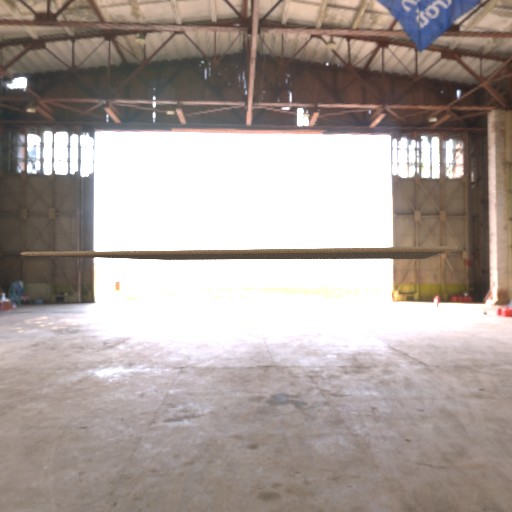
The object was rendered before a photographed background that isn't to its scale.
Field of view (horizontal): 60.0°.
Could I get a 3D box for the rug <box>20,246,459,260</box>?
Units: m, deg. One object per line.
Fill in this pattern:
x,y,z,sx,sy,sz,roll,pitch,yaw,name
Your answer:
0.000,0.000,2.685,2.081,0.020,1.525,0,-2,17,rug
